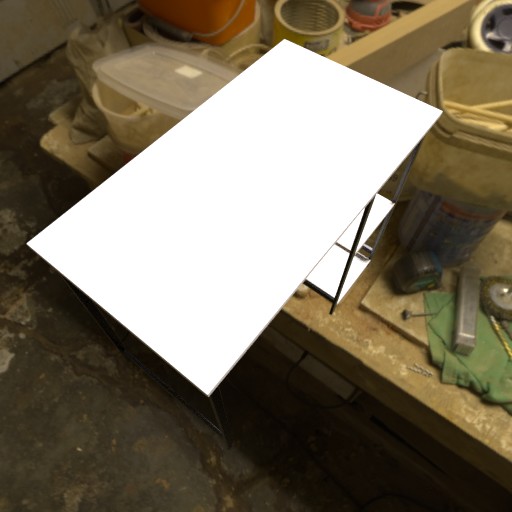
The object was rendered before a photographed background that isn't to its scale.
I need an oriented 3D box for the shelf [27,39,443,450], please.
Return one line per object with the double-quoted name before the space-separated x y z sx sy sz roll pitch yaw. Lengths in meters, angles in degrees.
"shelf" 0.000 0.000 1.339 0.498 0.750 0.902 34 64 19
